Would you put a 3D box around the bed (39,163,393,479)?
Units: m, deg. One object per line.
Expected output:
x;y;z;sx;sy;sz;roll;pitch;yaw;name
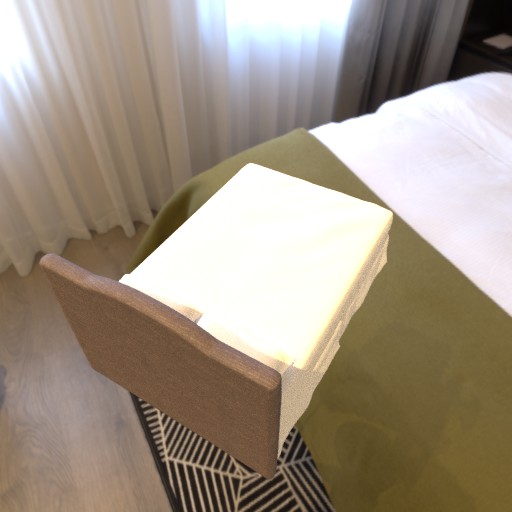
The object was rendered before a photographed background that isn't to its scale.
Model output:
0.000;0.000;3.632;1.741;1.441;2.507;23;50;21;bed
